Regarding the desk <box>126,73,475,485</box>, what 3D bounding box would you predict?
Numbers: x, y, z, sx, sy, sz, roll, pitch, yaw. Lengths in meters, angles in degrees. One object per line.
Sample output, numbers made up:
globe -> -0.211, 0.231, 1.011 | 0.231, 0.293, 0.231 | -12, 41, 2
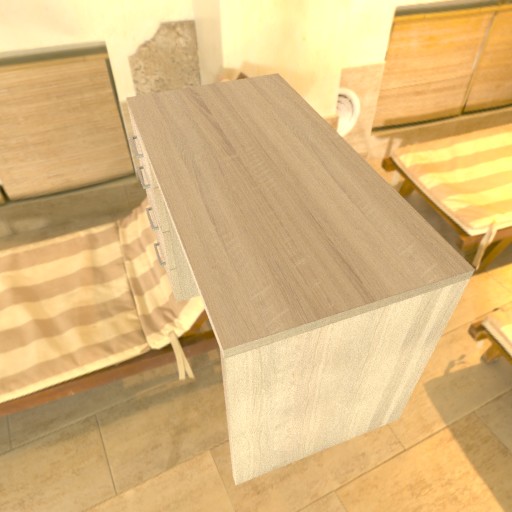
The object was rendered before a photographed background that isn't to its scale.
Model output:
desk -> 0.000, 0.000, 1.510 | 0.600, 0.731, 1.100 | -15, 47, -15
